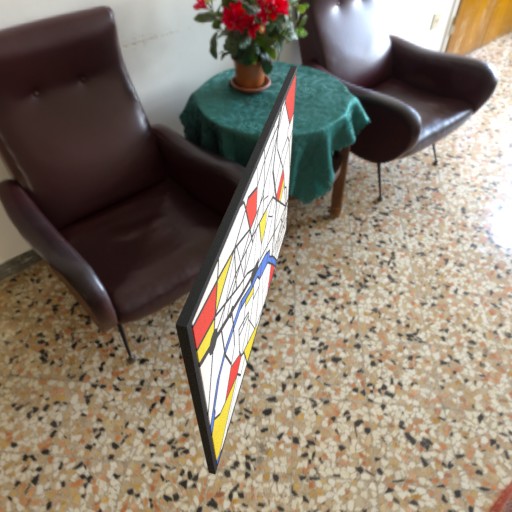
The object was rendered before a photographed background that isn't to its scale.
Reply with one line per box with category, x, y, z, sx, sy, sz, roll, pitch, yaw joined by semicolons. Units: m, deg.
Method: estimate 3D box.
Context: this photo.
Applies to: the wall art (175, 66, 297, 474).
wall art;0.000;0.000;0.856;0.013;0.458;0.664;10;47;9
